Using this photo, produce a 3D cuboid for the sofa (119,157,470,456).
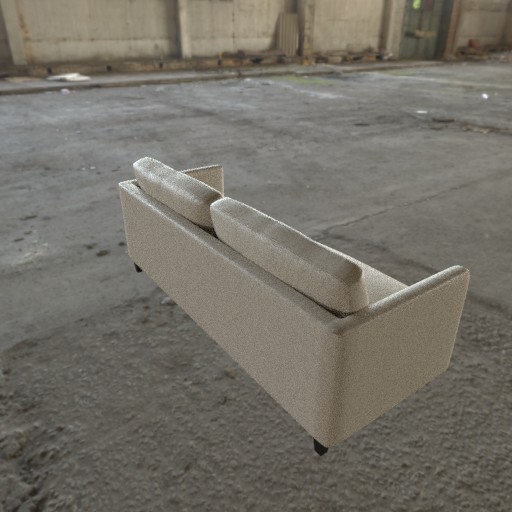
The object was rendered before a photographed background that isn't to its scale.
[{"bbox_3d":[0.000,0.000,2.939,0.948,0.965,2.434,-18,32,-31],"label":"sofa"}]
